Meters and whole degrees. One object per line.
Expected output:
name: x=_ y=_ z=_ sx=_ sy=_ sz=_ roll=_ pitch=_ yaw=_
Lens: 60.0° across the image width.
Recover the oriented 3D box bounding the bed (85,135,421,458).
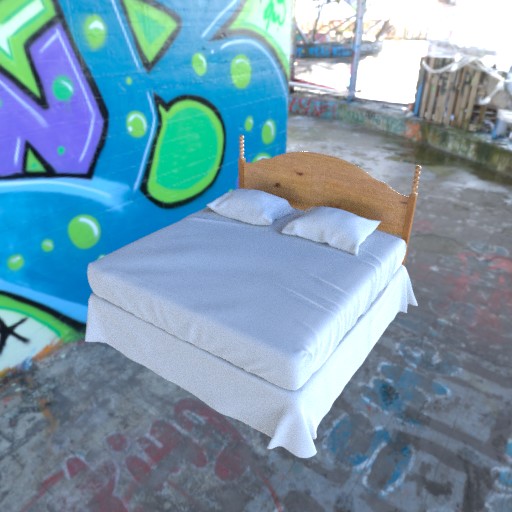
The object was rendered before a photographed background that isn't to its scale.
bed: x=0.000 y=0.000 z=3.758 sx=2.322 sy=1.355 sz=2.219 roll=19 pitch=34 yaw=30
